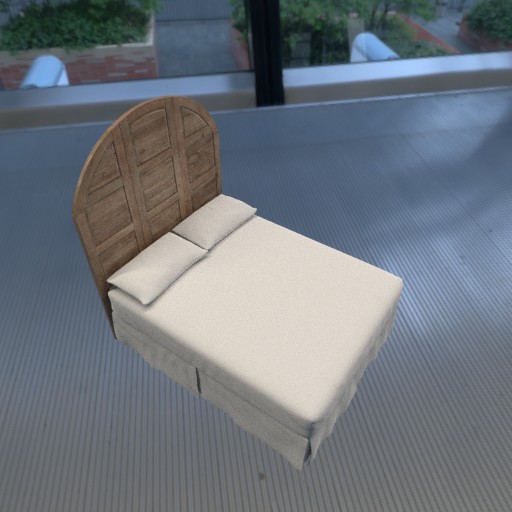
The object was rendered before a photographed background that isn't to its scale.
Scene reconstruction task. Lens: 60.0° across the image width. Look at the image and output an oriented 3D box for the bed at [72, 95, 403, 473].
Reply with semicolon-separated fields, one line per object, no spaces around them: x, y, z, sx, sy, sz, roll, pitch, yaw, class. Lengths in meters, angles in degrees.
0.000;0.000;3.520;2.112;2.002;1.713;25;48;25;bed
